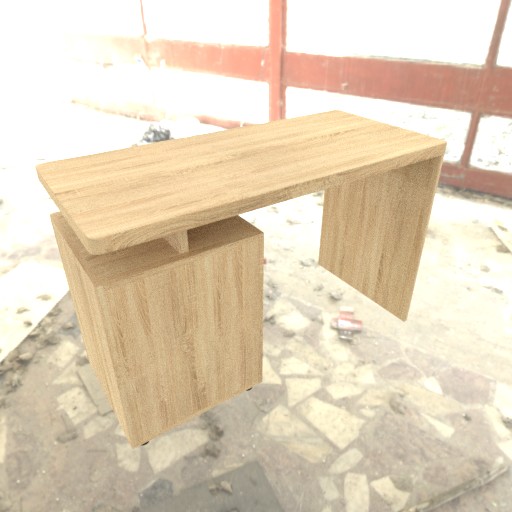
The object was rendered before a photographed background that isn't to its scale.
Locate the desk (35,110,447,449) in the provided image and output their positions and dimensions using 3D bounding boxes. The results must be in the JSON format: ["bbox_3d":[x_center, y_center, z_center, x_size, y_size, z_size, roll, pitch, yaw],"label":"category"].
[{"bbox_3d":[0.000,0.000,1.585,1.200,0.760,0.550,-19,36,-29],"label":"desk"}]
